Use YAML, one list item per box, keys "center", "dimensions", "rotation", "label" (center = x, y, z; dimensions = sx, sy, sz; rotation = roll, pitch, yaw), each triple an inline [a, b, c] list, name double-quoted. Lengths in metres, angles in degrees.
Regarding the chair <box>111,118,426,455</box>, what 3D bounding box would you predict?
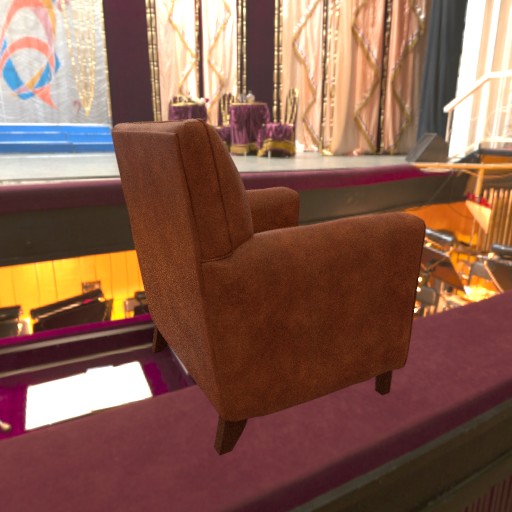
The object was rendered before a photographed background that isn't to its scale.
- center: [0.000, 0.000, 1.626]
  dimensions: [0.823, 0.943, 0.870]
  rotation: [-8, 18, -27]
  label: "chair"
